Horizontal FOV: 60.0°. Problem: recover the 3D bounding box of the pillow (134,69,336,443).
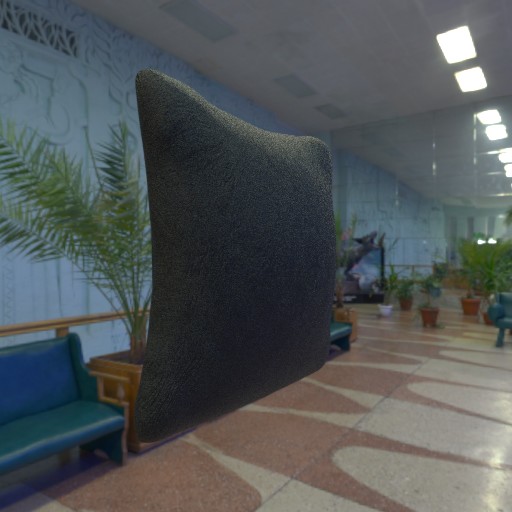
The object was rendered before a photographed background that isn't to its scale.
[{"bbox_3d":[0.000,0.000,0.809,0.210,0.523,0.533,0,1,36],"label":"pillow"}]
